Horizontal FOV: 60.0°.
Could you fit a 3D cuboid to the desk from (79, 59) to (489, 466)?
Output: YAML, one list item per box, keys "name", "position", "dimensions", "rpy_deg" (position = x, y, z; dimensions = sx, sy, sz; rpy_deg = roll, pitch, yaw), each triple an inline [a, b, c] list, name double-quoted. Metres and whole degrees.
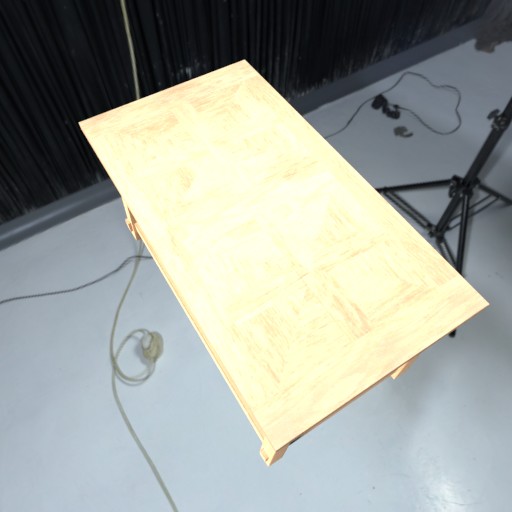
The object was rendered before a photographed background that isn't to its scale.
- name: "desk"
  position: [0.000, 0.000, 1.953]
  dimensions: [0.813, 0.762, 1.499]
  rpy_deg: [-28, 62, -16]
